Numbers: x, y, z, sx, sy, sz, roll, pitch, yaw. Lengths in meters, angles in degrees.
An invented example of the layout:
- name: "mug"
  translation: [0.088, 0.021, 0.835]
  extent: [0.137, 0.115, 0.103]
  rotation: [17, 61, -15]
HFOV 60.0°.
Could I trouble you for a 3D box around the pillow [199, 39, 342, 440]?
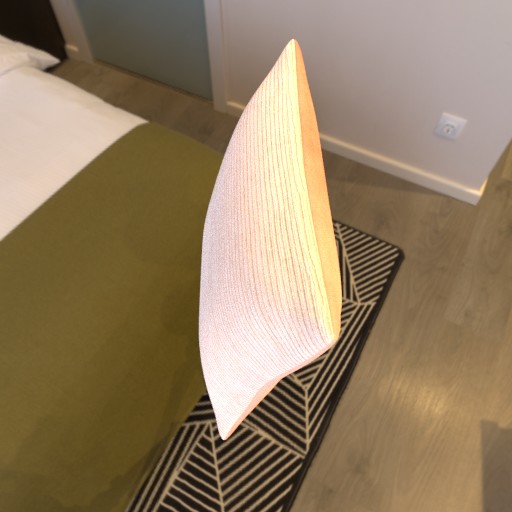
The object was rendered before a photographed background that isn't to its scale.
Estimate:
- name: "pillow"
  translation: [0.000, 0.000, 0.635]
  extent: [0.177, 0.401, 0.424]
  rotation: [-1, 57, -1]
